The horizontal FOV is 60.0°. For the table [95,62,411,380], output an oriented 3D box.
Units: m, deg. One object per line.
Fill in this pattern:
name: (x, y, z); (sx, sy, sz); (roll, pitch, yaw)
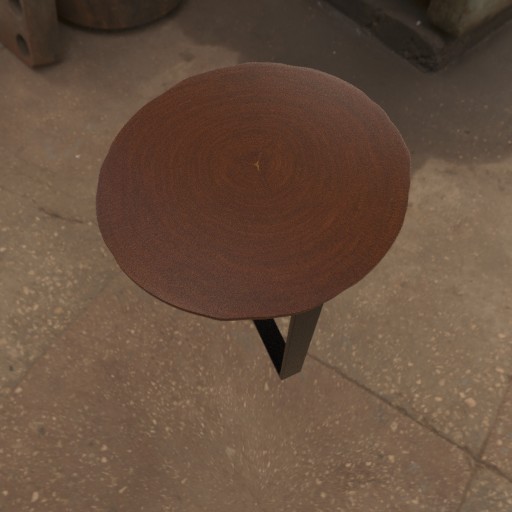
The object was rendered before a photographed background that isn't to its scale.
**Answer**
table: (0.000, 0.000, 0.751); (0.380, 0.450, 0.410); (32, 66, 17)
